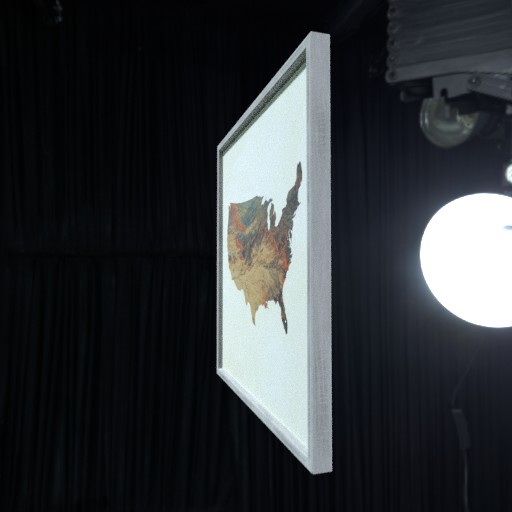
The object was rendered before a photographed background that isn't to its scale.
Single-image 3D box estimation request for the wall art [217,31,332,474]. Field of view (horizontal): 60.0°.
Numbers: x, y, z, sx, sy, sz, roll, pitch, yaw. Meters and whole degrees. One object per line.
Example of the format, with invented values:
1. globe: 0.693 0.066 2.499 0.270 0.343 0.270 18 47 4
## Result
1. wall art: 0.000 0.000 0.449 0.015 0.303 0.303 1 -2 -17
